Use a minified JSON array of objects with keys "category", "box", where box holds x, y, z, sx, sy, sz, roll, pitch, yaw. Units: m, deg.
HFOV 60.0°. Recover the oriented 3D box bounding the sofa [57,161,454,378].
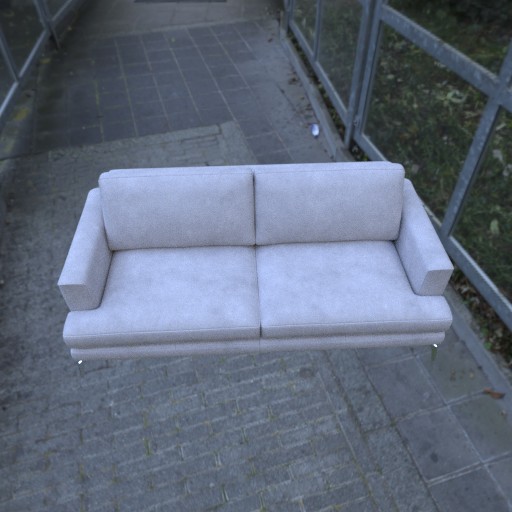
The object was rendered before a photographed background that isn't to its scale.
[{"category":"sofa","box":[0.000,0.000,2.532,2.013,0.830,0.980,-2,45,-2]}]
